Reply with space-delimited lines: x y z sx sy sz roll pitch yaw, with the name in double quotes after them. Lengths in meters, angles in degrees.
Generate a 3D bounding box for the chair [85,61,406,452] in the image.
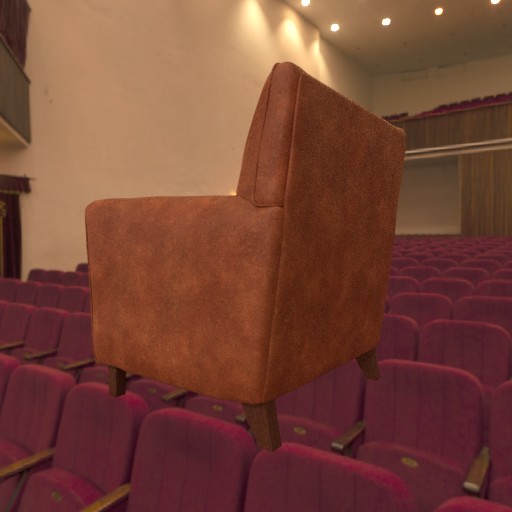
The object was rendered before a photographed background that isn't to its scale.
0.000 0.000 1.569 0.823 0.943 0.870 2 3 36 "chair"
